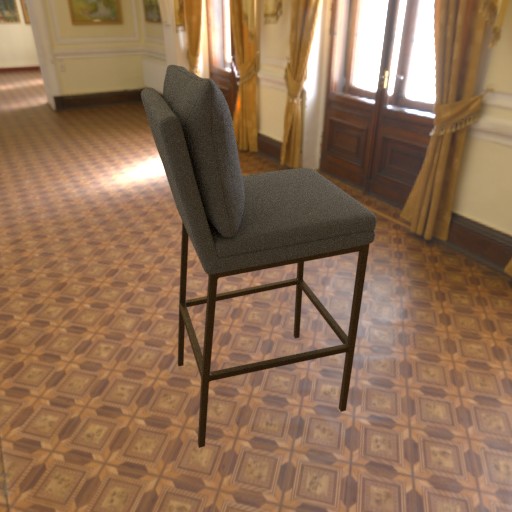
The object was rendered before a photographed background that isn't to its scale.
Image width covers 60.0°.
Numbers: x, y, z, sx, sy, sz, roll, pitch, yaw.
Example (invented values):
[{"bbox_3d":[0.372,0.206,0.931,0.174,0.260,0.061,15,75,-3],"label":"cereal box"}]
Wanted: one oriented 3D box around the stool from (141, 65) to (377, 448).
[{"bbox_3d":[0.000,0.000,1.427,0.569,1.132,0.463,-9,31,-16],"label":"stool"}]
